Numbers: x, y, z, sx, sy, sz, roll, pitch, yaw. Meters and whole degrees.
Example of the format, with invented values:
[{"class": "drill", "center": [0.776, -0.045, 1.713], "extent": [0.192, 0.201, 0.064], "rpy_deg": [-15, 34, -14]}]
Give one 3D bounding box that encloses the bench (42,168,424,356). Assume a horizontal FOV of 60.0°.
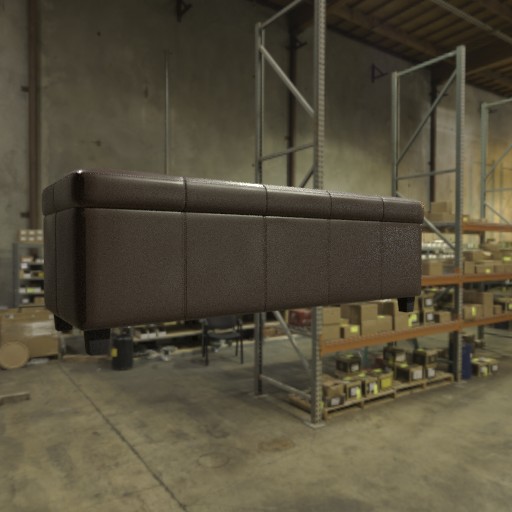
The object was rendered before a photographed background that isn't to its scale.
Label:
[{"class": "bench", "center": [0.000, 0.000, 1.446], "extent": [1.219, 0.417, 0.450], "rpy_deg": [-1, 2, -35]}]
